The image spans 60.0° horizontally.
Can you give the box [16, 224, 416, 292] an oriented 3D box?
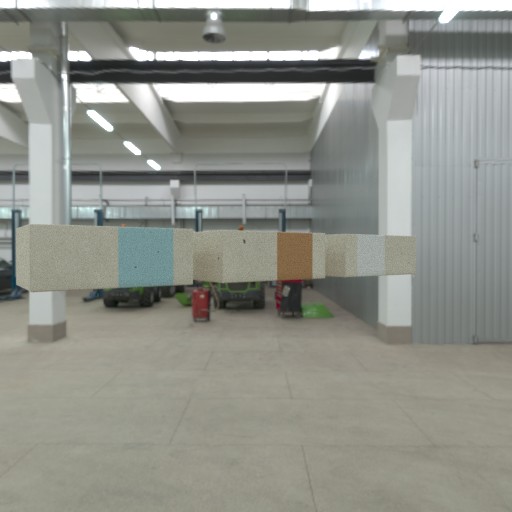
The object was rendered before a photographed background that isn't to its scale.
[{"bbox_3d":[0.000,0.000,0.491,0.461,0.051,0.082,0,1,-35],"label":"box"}]
